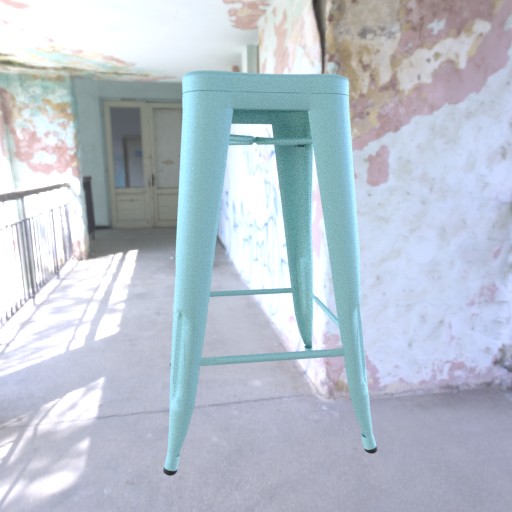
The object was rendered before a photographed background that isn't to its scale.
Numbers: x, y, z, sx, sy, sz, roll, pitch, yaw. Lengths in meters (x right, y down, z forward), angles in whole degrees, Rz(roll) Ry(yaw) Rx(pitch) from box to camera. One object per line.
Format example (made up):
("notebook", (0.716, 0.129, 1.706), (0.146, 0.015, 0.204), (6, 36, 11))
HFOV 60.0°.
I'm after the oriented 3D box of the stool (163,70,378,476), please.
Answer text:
("stool", (0.000, 0.000, 0.844), (0.359, 0.609, 0.399), (-2, 13, -9))
